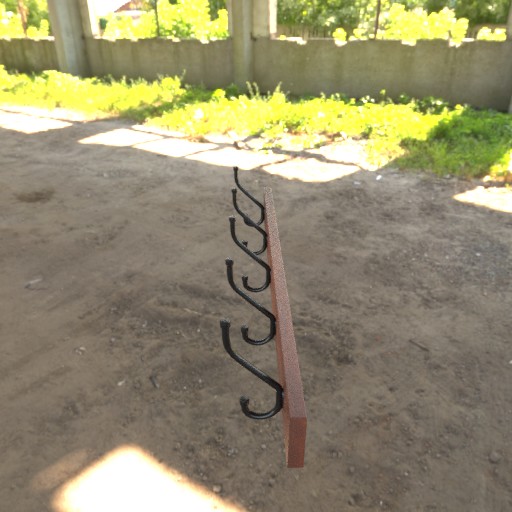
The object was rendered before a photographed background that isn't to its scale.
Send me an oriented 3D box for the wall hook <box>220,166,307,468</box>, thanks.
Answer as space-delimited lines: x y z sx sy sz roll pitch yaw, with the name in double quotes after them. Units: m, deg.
0.000 0.000 0.608 0.071 0.117 0.571 -1 27 -1 "wall hook"
